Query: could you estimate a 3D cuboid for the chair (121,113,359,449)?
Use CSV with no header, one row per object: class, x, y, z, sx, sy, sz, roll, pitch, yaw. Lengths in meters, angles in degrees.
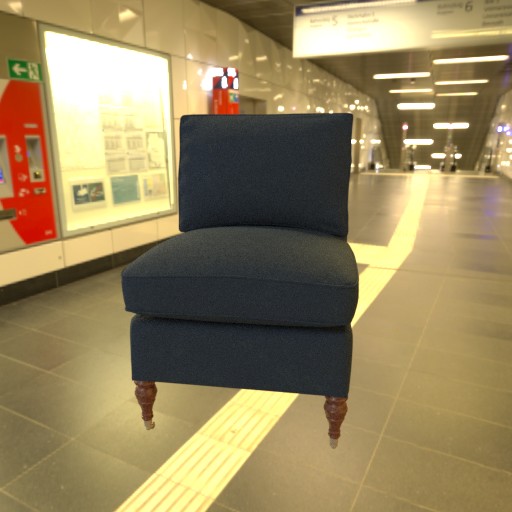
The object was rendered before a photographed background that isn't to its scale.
chair,0.000,0.000,1.676,0.724,1.052,0.912,2,15,8
